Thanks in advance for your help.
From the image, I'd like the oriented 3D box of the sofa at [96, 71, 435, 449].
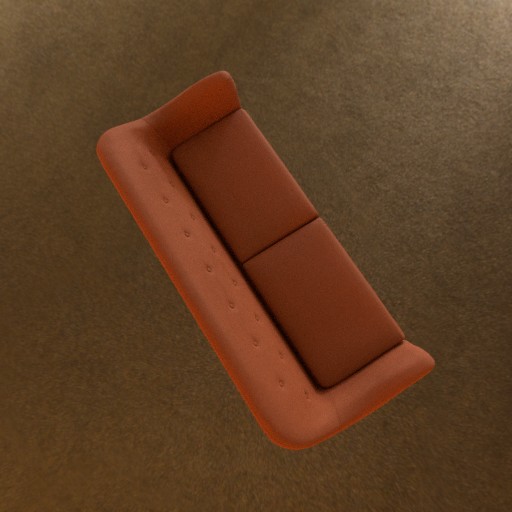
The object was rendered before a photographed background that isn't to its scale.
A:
[{"bbox_3d":[0.000,0.000,2.301,0.820,0.836,1.840,-32,79,-7],"label":"sofa"}]
